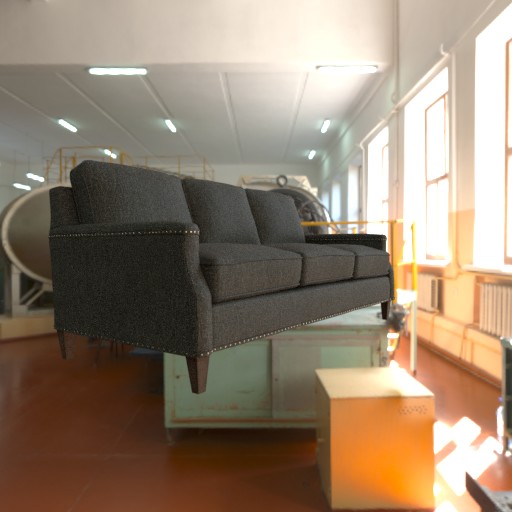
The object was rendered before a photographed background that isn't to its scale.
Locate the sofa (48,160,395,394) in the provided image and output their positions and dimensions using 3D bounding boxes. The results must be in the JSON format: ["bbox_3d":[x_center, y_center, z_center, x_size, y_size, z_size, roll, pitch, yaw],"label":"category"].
[{"bbox_3d":[0.000,0.000,2.827,1.084,1.003,2.246,1,1,35],"label":"sofa"}]
